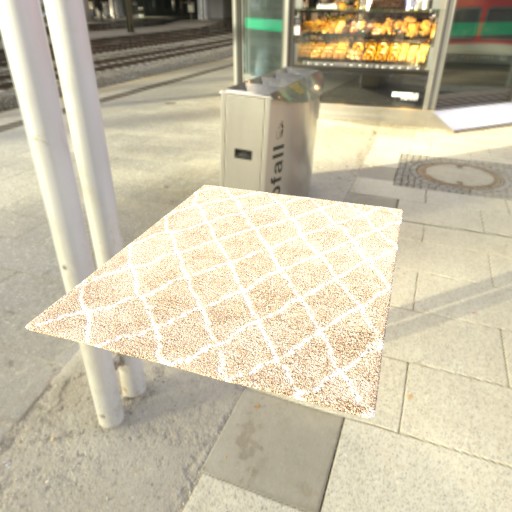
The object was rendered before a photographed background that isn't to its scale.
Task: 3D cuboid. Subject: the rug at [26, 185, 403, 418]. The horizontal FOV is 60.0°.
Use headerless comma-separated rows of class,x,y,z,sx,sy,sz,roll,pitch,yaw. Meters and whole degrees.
rug,0.000,0.000,4.054,2.438,0.029,3.047,10,31,17
